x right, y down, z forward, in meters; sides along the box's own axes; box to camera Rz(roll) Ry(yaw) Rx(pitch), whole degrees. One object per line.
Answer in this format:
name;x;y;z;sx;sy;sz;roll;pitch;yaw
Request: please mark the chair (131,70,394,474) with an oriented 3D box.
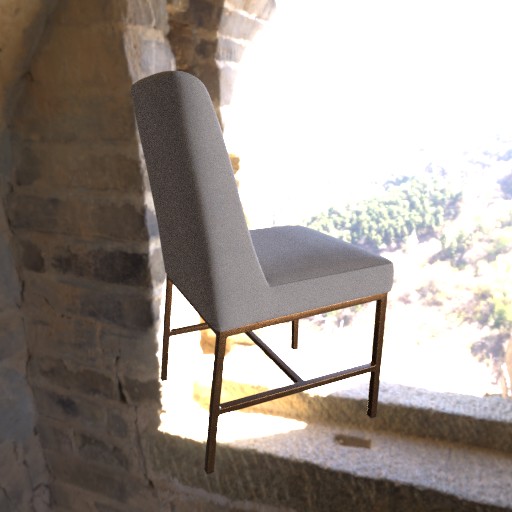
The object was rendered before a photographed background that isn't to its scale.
chair;0.000;0.000;1.266;0.597;0.933;0.503;-8;18;-24
